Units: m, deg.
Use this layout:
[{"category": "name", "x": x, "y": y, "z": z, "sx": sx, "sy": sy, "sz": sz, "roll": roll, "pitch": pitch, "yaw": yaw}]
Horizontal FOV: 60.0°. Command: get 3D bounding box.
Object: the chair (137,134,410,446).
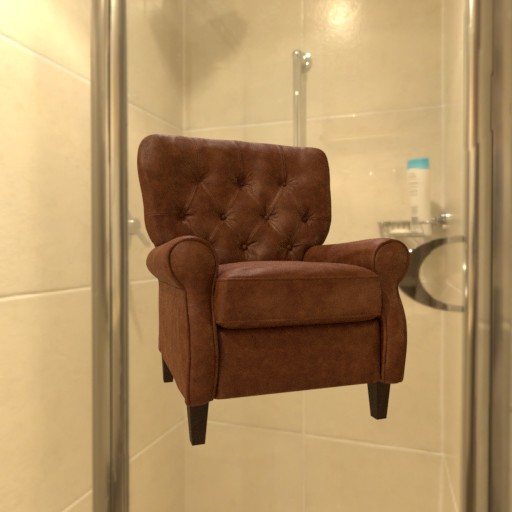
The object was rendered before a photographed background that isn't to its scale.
[{"category": "chair", "x": 0.000, "y": 0.000, "z": 1.889, "sx": 0.951, "sy": 1.164, "sz": 1.059, "roll": 0, "pitch": 1, "yaw": -19}]
